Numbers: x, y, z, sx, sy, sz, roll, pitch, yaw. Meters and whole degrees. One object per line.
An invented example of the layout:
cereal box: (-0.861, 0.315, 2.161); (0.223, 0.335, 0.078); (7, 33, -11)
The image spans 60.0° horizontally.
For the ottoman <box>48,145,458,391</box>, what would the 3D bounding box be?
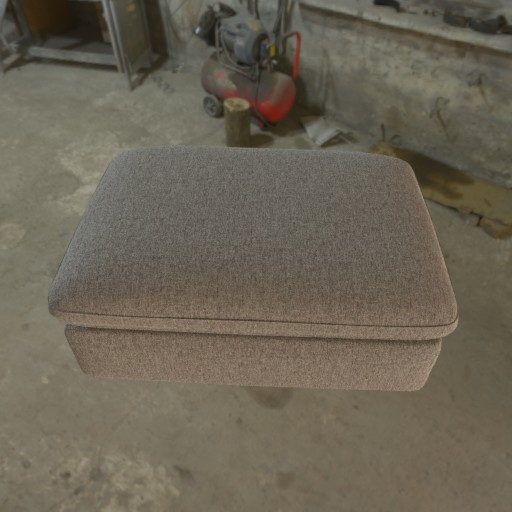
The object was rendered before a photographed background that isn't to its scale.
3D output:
ottoman: (0.000, 0.000, 1.329); (0.977, 0.451, 0.694); (2, 46, 2)
